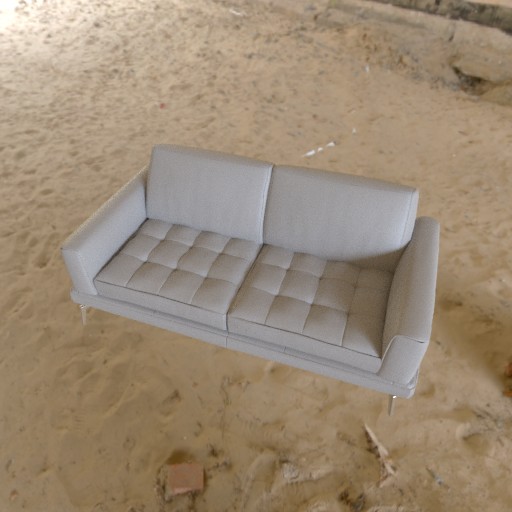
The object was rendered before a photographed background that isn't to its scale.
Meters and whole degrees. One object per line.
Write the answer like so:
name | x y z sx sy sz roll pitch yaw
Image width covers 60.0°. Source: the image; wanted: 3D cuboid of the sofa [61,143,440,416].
sofa | 0.000 0.000 2.811 2.177 0.930 1.121 13 43 15
